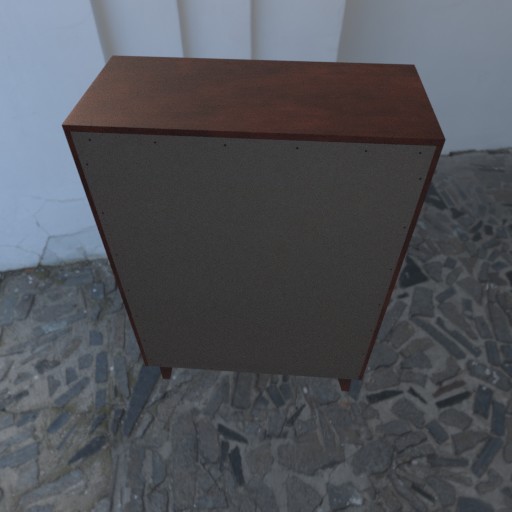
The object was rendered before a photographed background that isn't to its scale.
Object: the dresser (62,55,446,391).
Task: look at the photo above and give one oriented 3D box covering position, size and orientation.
[{"bbox_3d":[0.000,0.000,1.952,1.072,1.514,0.506,3,46,3],"label":"dresser"}]
